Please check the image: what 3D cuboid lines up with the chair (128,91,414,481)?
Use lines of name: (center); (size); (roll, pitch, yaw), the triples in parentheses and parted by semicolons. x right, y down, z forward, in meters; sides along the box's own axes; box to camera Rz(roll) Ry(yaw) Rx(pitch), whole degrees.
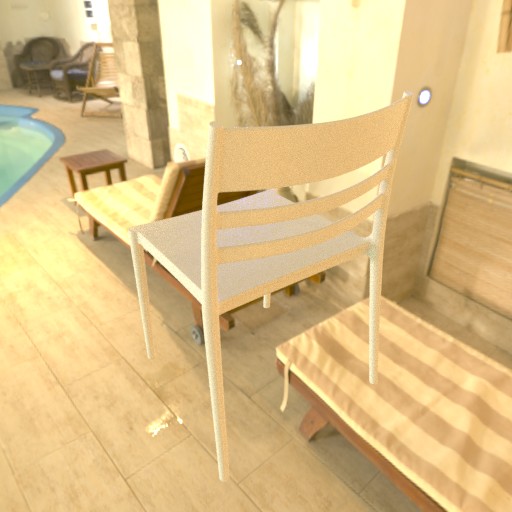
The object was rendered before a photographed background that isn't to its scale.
chair: (0.000, 0.000, 1.117); (0.531, 0.800, 0.511); (-20, 35, -30)
